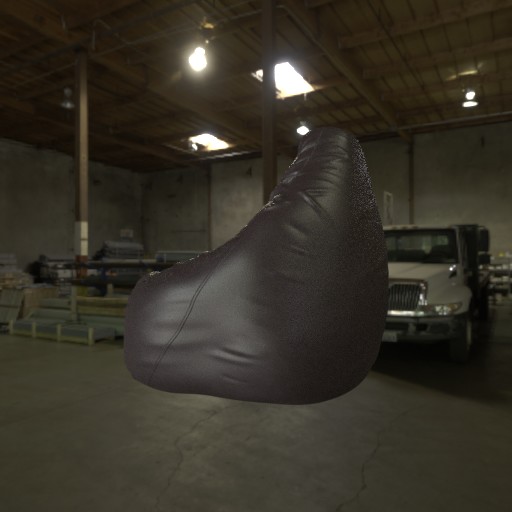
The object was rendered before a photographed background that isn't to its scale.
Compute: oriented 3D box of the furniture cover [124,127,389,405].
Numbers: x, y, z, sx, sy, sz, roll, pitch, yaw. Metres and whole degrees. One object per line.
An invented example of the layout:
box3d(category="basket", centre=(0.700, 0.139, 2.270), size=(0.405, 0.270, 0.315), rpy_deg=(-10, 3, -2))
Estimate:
box3d(category="furniture cover", centre=(0.000, 0.000, 1.864), size=(1.070, 0.990, 1.070), rpy_deg=(0, -1, 18))
